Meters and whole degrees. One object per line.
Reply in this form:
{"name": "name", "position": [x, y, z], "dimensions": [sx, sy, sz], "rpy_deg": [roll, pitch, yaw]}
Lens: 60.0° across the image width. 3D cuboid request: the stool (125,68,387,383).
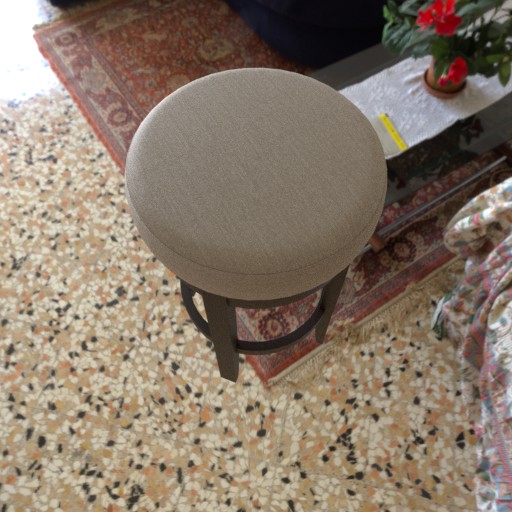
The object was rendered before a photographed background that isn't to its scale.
{"name": "stool", "position": [0.000, 0.000, 1.036], "dimensions": [0.443, 0.757, 0.443], "rpy_deg": [0, 62, 0]}
